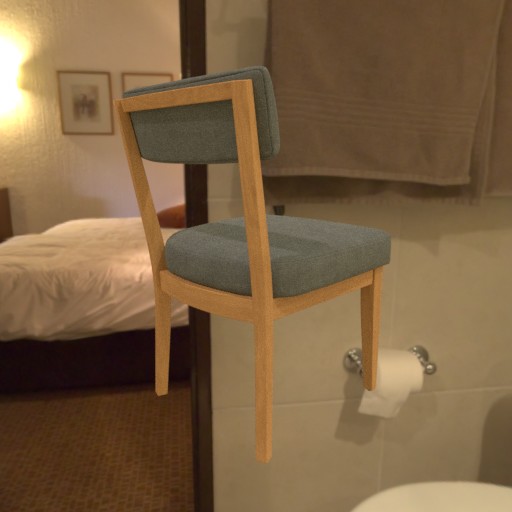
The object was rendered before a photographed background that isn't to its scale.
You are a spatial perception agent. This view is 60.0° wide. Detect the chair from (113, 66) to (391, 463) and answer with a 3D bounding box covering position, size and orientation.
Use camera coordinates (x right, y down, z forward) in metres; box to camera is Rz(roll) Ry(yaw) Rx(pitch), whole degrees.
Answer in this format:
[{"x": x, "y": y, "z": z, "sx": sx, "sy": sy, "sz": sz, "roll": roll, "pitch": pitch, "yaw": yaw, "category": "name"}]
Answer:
[{"x": 0.000, "y": 0.000, "z": 1.181, "sx": 0.508, "sy": 0.832, "sz": 0.572, "roll": 12, "pitch": 18, "yaw": 43, "category": "chair"}]
